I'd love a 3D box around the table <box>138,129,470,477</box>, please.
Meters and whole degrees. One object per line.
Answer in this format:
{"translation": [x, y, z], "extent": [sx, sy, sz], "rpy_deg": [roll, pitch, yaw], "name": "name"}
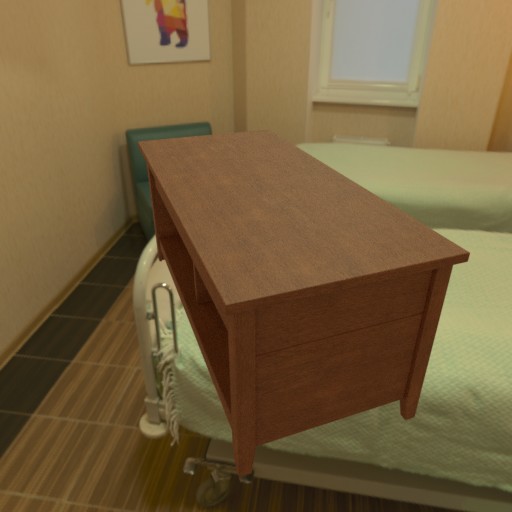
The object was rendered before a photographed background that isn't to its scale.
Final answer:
{"translation": [0.000, 0.000, 1.287], "extent": [0.483, 0.457, 1.016], "rpy_deg": [-10, 31, -18], "name": "table"}
